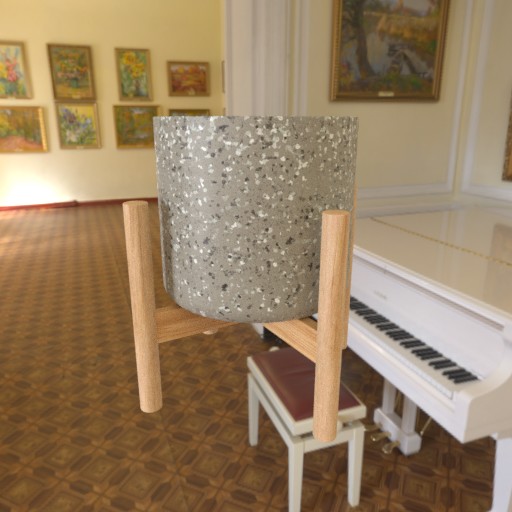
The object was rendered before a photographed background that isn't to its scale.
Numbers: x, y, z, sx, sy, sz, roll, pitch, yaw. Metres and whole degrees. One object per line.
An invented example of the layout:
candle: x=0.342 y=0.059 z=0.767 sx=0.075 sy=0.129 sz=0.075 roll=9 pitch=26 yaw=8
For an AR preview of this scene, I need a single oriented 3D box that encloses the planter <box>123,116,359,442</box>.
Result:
planter: x=0.000 y=0.000 z=0.535 sx=0.284 sy=0.320 sz=0.284 roll=-2 pitch=17 yaw=-8
